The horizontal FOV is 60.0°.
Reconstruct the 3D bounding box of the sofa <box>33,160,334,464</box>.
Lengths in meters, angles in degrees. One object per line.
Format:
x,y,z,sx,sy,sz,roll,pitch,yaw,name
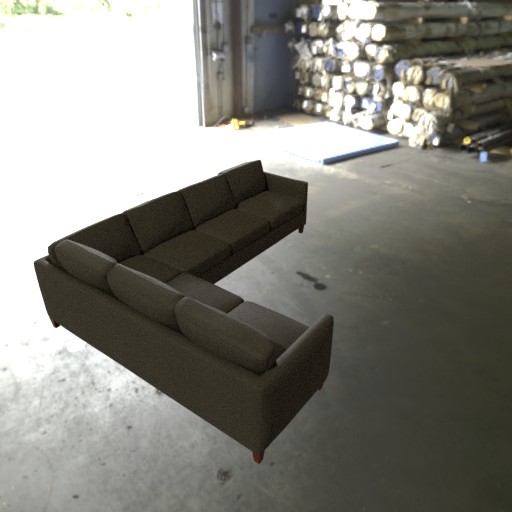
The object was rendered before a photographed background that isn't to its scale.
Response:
0.000,0.000,4.535,2.593,0.947,3.302,20,35,31,sofa
